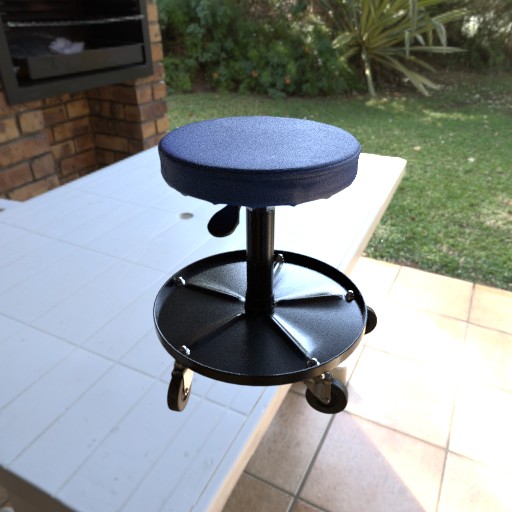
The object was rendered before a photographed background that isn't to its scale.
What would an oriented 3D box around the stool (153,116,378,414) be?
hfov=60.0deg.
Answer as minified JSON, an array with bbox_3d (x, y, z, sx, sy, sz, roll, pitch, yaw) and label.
[{"bbox_3d":[0.000,0.000,0.686,0.381,0.365,0.382,11,32,18],"label":"stool"}]
